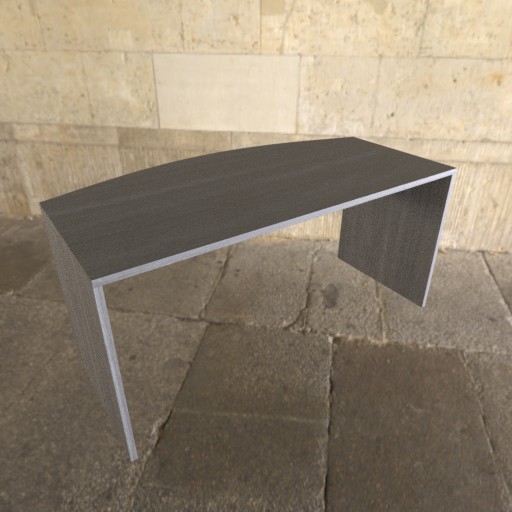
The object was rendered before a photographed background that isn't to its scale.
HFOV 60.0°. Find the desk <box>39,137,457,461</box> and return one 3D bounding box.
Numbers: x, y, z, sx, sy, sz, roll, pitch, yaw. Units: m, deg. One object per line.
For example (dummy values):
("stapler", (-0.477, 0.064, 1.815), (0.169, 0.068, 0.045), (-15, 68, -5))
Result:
("desk", (0.000, 0.000, 2.029), (1.600, 0.750, 0.802), (-19, 35, -29))
